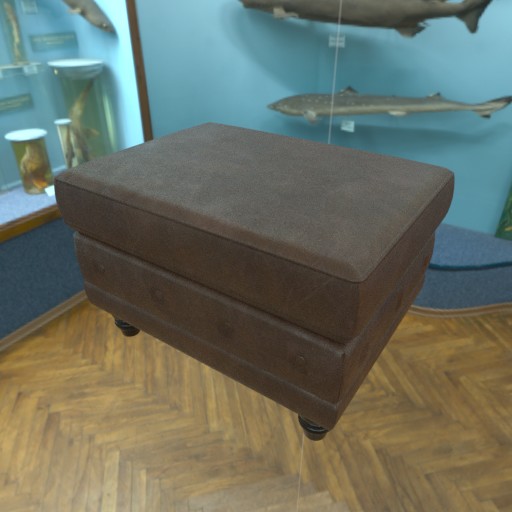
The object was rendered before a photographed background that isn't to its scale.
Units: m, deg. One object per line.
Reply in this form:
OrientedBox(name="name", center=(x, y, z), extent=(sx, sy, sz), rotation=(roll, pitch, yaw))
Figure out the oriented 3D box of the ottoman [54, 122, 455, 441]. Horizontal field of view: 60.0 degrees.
OrientedBox(name="ottoman", center=(0.000, 0.000, 1.171), extent=(0.795, 0.509, 0.588), rotation=(20, 36, 29))
